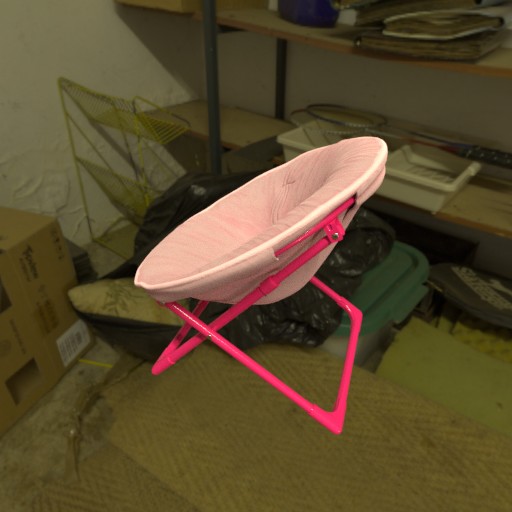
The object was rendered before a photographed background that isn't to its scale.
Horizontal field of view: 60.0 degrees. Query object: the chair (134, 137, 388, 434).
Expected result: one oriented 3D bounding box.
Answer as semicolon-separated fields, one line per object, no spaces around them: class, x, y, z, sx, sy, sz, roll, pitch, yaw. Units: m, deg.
chair;0.000;0.000;0.916;0.459;0.494;0.522;9;32;15
